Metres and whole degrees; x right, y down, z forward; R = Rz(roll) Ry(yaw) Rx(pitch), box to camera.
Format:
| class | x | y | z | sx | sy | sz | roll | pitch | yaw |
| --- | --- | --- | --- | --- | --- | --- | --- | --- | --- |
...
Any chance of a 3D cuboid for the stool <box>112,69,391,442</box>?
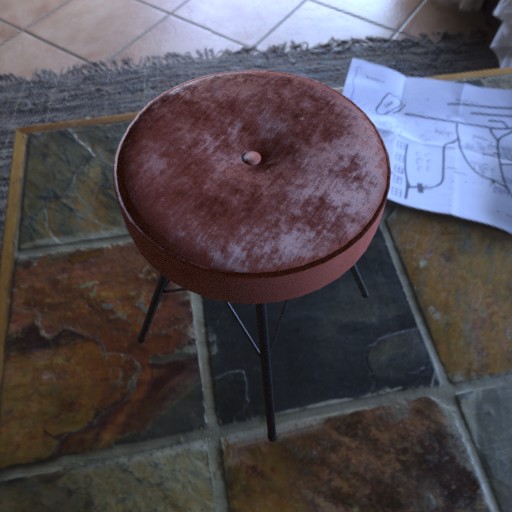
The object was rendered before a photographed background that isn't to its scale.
| class | x | y | z | sx | sy | sz | roll | pitch | yaw |
| --- | --- | --- | --- | --- | --- | --- | --- | --- | --- |
| stool | 0.000 | 0.000 | 0.893 | 0.421 | 0.593 | 0.457 | 31 | 63 | 18 |
